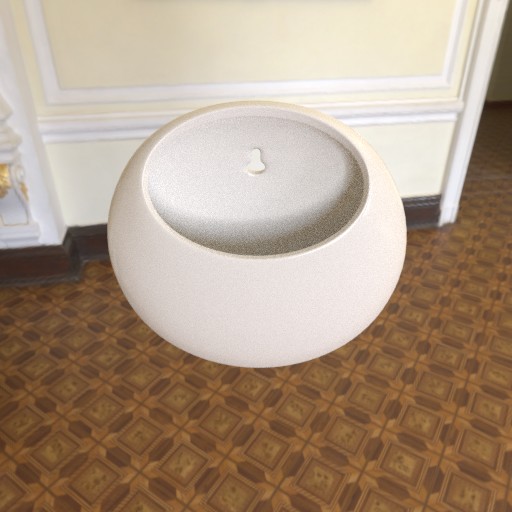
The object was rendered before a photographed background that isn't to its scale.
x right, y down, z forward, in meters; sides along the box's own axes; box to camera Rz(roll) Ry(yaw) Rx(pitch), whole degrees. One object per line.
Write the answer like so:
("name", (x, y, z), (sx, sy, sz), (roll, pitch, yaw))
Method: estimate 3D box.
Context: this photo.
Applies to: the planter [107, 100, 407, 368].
("planter", (0.000, 0.000, 0.278), (0.185, 0.188, 0.043), (1, 31, 1))
